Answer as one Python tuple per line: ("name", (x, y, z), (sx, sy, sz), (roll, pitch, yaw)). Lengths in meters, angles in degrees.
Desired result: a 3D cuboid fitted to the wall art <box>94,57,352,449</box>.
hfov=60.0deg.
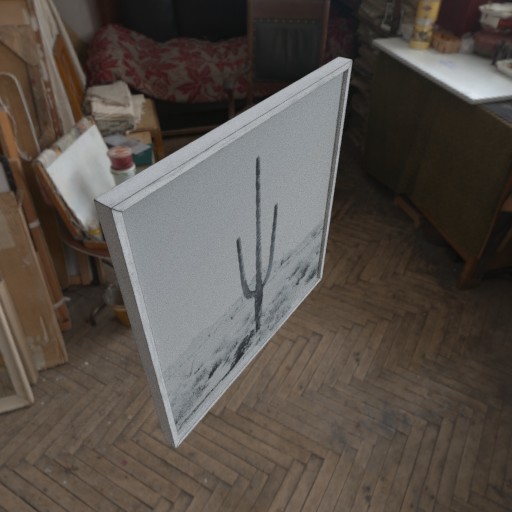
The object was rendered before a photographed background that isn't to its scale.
("wall art", (0.000, 0.000, 1.124), (0.038, 0.762, 0.762), (26, 48, 26))
